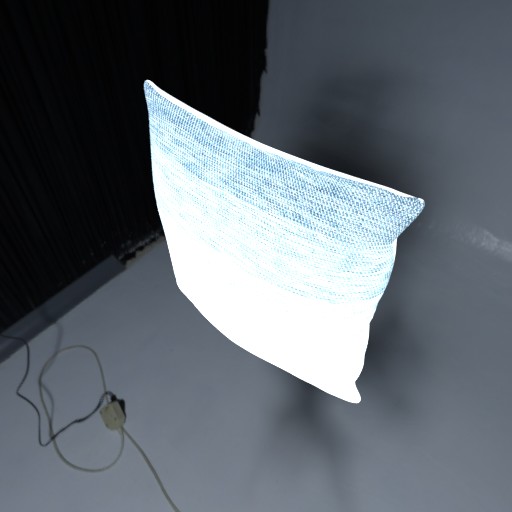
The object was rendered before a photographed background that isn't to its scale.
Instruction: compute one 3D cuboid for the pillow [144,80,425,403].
[{"bbox_3d":[0.000,0.000,0.690,0.440,0.441,0.182,31,52,27],"label":"pillow"}]
